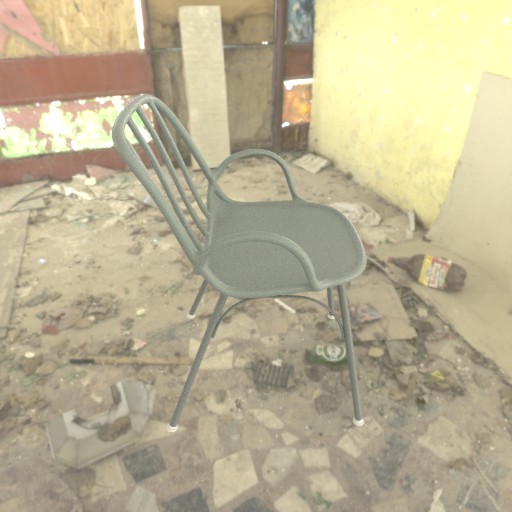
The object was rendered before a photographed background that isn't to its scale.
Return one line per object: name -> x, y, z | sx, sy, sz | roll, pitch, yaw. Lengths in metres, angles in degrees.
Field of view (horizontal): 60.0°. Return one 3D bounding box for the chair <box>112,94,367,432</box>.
chair -> 0.000, 0.000, 1.221 | 0.597, 0.816, 0.549 | -1, 32, -1
